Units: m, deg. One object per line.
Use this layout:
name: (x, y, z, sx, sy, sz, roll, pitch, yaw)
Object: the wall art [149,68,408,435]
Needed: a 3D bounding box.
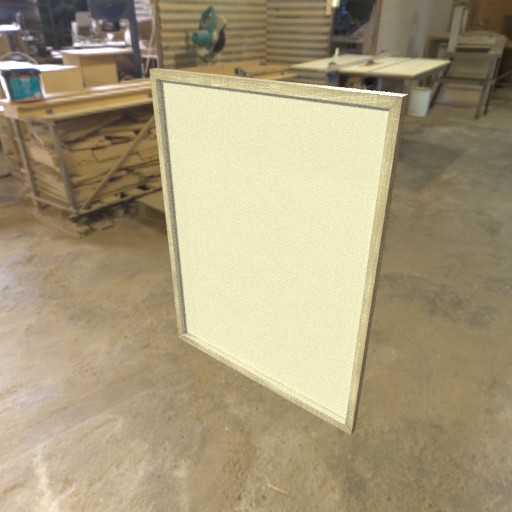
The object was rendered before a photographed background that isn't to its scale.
wall art: (0.000, 0.000, 1.370, 0.781, 1.022, 0.035, 20, 35, 32)
